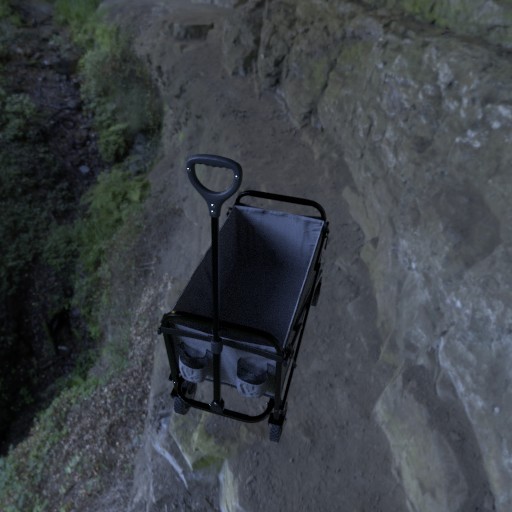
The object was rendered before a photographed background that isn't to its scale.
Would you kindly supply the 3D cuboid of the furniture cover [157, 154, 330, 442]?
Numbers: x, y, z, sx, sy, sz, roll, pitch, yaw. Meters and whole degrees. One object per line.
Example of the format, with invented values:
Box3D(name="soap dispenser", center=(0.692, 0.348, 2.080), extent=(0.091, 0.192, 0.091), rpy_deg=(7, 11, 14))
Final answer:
Box3D(name="furniture cover", center=(0.000, 0.000, 1.828), extent=(0.532, 1.295, 1.038), rpy_deg=(11, 42, 13))
